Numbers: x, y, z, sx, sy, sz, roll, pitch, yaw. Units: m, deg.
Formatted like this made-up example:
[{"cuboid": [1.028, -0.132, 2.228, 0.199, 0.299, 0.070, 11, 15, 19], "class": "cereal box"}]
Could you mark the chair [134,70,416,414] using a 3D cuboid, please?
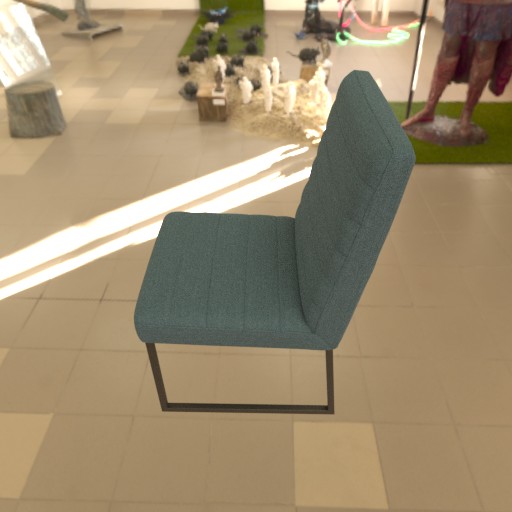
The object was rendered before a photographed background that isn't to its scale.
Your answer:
[{"cuboid": [0.000, 0.000, 1.309, 0.634, 0.930, 0.520, 1, 39, 1], "class": "chair"}]
